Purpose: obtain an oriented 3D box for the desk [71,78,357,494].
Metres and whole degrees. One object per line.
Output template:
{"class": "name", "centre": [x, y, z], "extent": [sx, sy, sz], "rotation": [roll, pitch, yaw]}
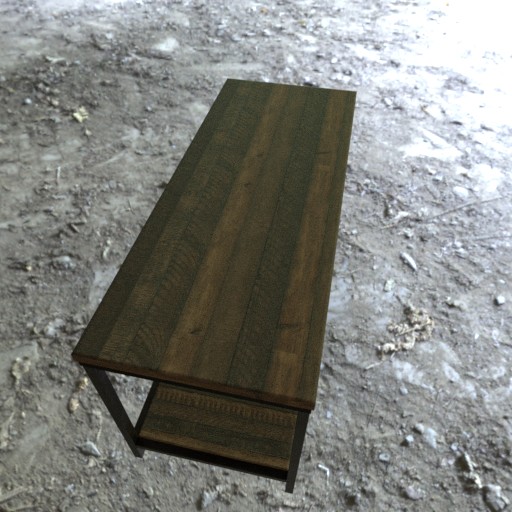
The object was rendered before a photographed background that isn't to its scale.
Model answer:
{"class": "desk", "centre": [0.000, 0.000, 1.855], "extent": [0.617, 0.753, 1.538], "rotation": [9, 48, 8]}
